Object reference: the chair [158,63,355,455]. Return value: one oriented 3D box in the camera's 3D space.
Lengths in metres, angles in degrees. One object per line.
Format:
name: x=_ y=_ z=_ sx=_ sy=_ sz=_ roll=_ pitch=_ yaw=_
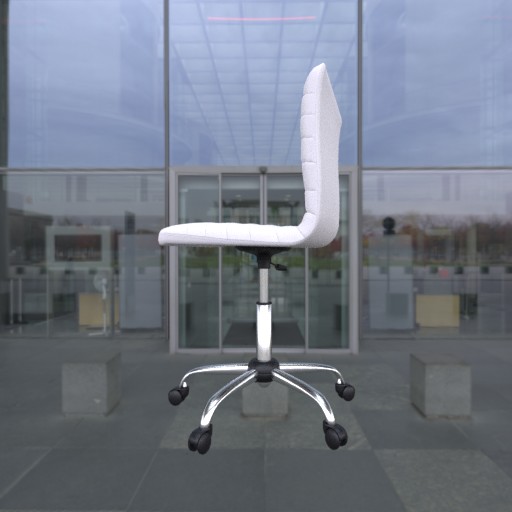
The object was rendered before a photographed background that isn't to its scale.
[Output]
chair: x=0.000 y=0.000 z=1.062 sx=0.455 sy=0.750 sz=0.520 roll=0 pitch=1 yaw=16
